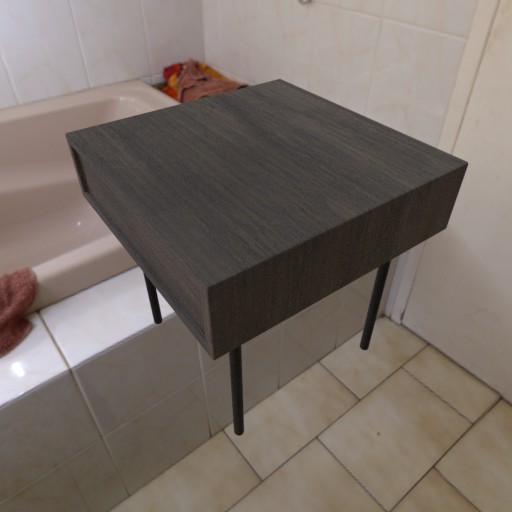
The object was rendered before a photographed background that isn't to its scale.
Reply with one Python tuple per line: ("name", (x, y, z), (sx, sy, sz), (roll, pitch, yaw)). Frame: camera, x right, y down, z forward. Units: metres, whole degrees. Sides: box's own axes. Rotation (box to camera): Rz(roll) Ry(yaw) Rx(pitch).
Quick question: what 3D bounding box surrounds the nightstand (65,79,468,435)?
("nightstand", (0.000, 0.000, 0.929), (0.503, 0.497, 0.502), (-25, 46, -27))
